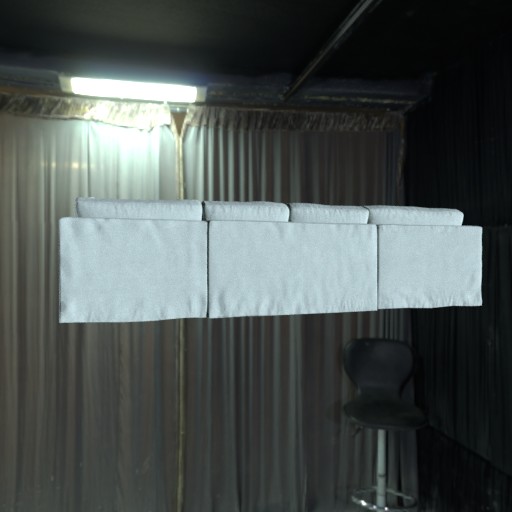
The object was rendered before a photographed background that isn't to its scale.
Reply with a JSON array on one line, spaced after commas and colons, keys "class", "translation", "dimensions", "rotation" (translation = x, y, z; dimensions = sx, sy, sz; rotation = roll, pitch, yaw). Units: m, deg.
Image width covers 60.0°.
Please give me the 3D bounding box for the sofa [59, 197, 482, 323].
[{"class": "sofa", "translation": [0.000, 0.000, 4.498], "dimensions": [3.434, 0.869, 2.440], "rotation": [0, 0, -18]}]
